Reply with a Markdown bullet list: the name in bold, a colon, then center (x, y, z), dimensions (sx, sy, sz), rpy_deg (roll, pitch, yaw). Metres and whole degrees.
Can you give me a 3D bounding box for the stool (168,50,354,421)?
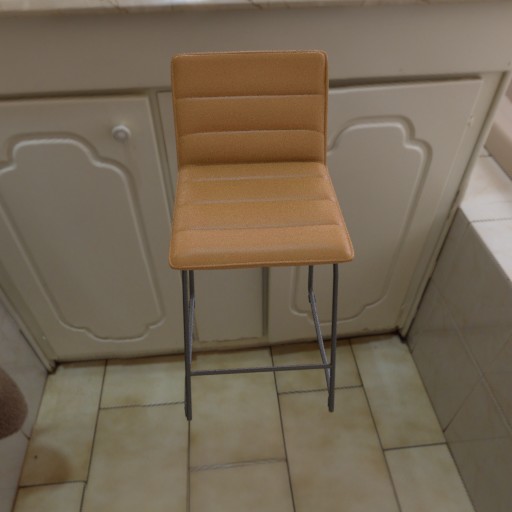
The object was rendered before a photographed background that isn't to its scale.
- **stool**: center (0.000, 0.000, 1.238), dimensions (0.489, 0.936, 0.524), rpy_deg (-3, 45, -3)
